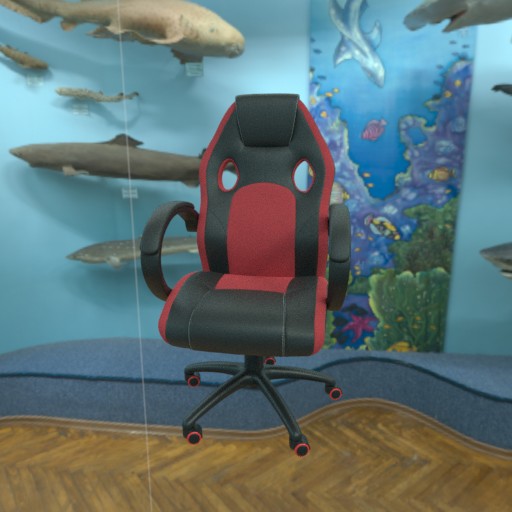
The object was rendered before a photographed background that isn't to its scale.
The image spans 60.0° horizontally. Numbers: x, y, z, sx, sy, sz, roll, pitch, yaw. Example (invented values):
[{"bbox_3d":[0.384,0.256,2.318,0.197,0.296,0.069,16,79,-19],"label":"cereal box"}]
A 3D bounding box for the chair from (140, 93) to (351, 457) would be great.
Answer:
[{"bbox_3d":[0.000,0.000,1.612,0.673,1.187,0.724,2,14,9],"label":"chair"}]
